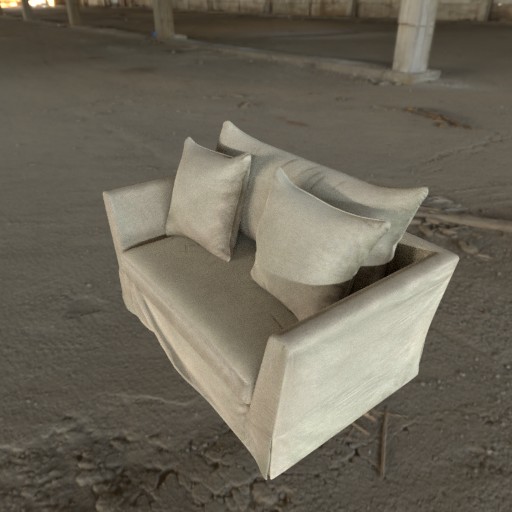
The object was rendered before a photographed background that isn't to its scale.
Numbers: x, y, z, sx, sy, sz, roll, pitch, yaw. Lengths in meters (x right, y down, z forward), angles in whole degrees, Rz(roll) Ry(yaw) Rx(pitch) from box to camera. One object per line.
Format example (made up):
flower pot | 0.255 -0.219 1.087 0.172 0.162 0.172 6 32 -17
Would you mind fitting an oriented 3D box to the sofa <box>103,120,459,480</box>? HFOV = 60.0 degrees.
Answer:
sofa | 0.000 0.000 2.284 1.035 1.040 1.608 -21 36 -31
